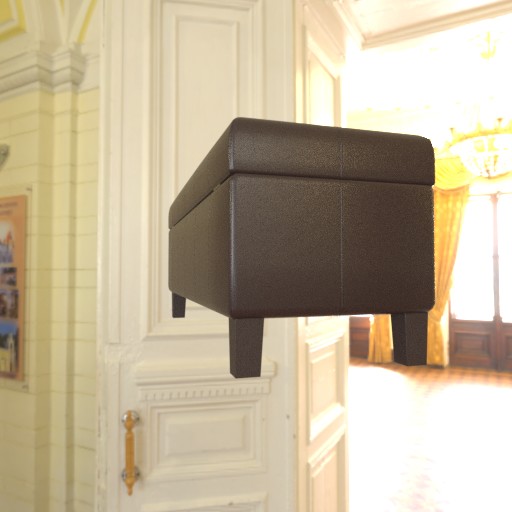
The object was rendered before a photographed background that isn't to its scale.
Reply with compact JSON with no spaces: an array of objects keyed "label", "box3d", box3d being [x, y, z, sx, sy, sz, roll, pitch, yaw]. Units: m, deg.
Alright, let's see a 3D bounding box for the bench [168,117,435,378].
[{"label":"bench","box3d":[0.000,0.000,1.326,0.429,0.457,1.092,1,-2,-17]}]
